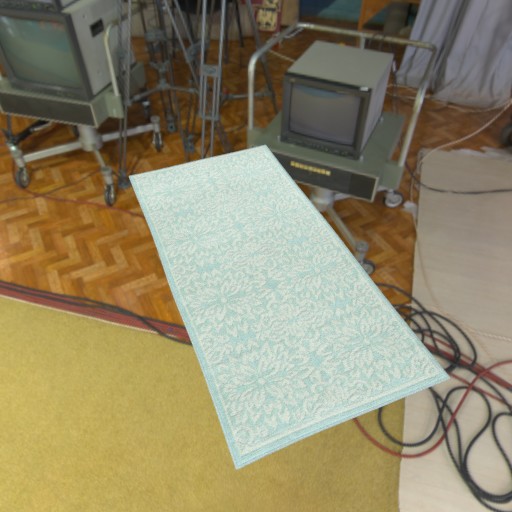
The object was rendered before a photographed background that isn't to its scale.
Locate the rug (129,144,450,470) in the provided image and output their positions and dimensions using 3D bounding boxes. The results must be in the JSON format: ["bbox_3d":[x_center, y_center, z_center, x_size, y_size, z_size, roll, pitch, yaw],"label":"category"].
[{"bbox_3d":[0.000,0.000,1.477,0.604,0.007,1.219,-17,48,-15],"label":"rug"}]
